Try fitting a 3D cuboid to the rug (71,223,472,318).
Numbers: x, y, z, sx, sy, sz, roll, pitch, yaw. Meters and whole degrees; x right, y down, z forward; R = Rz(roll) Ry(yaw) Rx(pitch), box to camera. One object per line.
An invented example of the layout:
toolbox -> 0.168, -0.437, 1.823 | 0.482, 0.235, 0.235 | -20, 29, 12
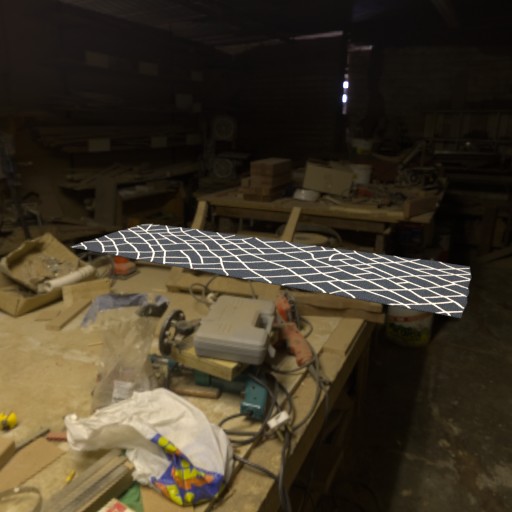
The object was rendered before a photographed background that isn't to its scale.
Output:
rug -> 0.000, 0.000, 2.822 | 2.476, 0.010, 0.807 | 9, 19, 26
